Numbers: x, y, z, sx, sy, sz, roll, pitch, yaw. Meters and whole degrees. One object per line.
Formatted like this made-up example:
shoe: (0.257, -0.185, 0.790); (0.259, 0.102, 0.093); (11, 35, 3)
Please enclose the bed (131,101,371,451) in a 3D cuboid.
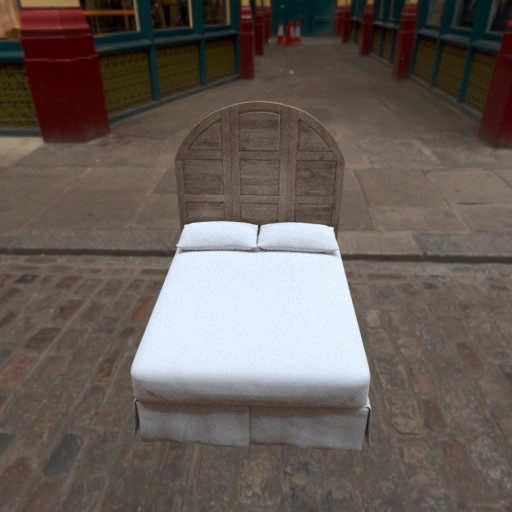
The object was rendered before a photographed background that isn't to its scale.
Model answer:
bed: (0.000, 0.000, 3.565); (1.713, 2.002, 2.112); (1, 30, 2)
